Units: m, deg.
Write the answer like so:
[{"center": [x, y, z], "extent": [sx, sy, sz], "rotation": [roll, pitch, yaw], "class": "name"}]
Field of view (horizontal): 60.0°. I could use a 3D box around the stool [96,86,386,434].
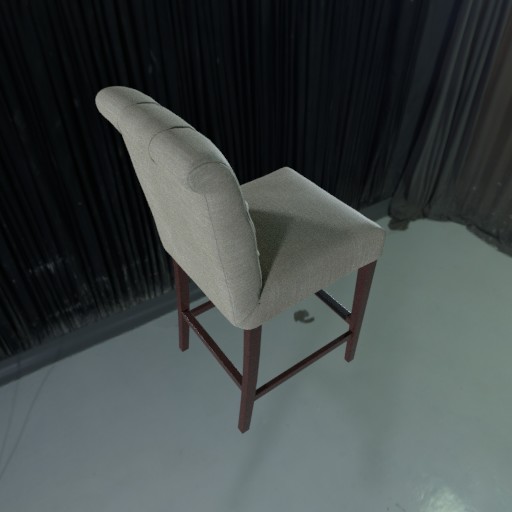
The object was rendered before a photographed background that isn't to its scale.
[{"center": [0.000, 0.000, 1.418], "extent": [0.660, 1.084, 0.486], "rotation": [-25, 47, -26], "class": "stool"}]
